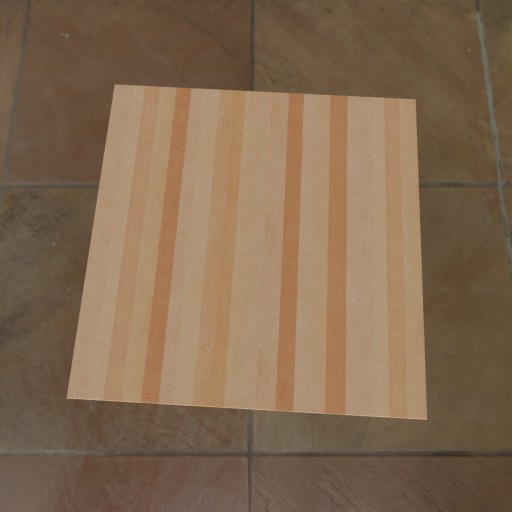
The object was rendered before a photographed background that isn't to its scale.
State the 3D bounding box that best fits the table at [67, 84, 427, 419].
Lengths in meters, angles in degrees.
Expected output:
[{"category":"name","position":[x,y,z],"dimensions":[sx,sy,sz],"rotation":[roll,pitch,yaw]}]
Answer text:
[{"category":"table","position":[0.000,0.000,1.431],"dimensions":[0.900,0.450,0.900],"rotation":[3,76,1]}]
